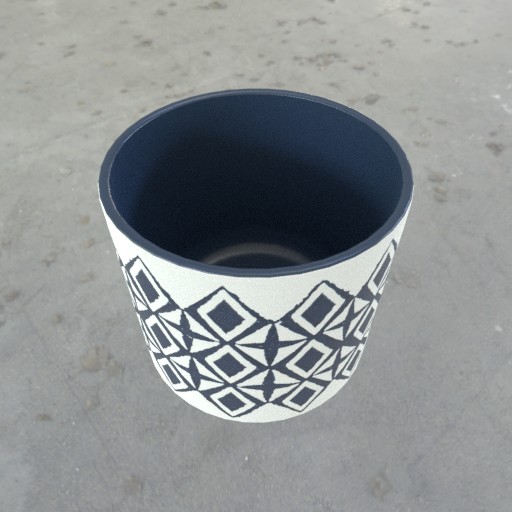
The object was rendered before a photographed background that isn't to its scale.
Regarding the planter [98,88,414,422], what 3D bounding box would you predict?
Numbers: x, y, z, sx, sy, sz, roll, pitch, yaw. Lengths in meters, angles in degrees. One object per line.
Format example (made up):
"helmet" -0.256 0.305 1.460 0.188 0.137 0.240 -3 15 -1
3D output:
"planter" 0.000 0.000 0.393 0.224 0.203 0.224 0 47 0
